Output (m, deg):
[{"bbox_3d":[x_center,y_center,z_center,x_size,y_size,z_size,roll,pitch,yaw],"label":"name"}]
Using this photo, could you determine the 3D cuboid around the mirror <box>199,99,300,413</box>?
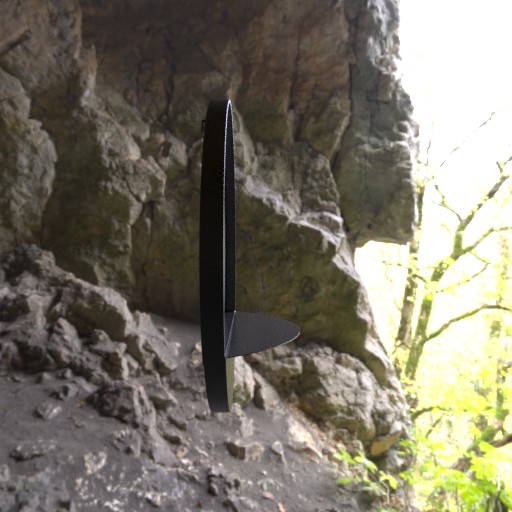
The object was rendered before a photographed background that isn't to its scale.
[{"bbox_3d":[0.000,0.000,0.688,0.133,0.457,0.457,0,0,-1],"label":"mirror"}]
